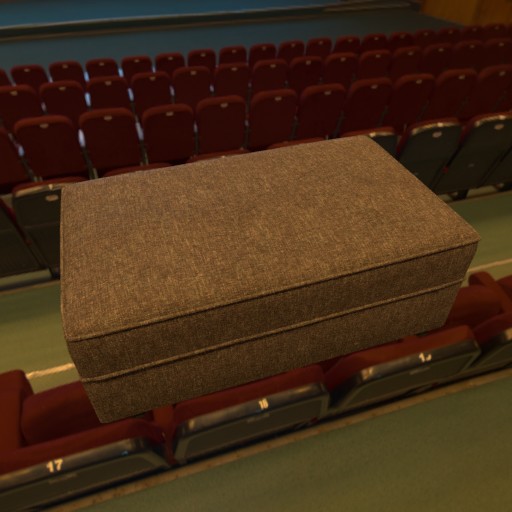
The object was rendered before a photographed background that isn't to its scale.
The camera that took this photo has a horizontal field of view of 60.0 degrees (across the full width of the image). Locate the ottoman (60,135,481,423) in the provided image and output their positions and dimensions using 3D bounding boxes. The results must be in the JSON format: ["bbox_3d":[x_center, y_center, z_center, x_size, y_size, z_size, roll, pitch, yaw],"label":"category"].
[{"bbox_3d":[0.000,0.000,1.515,1.184,0.487,0.717,-12,43,-13],"label":"ottoman"}]
